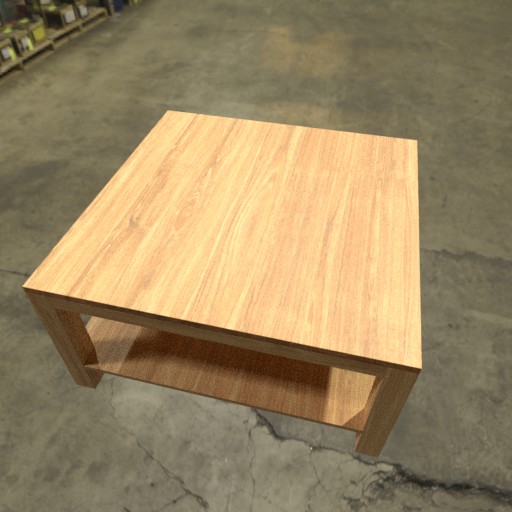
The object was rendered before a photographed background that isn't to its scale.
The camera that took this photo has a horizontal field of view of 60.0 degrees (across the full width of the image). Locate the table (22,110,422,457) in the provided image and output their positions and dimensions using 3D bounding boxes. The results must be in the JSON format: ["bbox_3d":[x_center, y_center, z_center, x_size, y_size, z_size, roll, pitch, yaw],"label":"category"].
[{"bbox_3d":[0.000,0.000,1.423,0.900,0.450,0.900,10,46,10],"label":"table"}]
